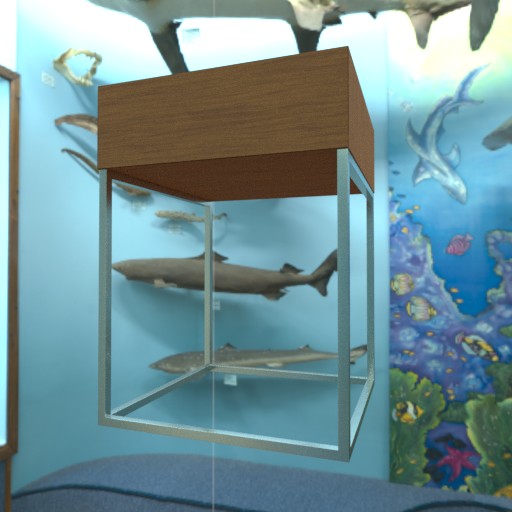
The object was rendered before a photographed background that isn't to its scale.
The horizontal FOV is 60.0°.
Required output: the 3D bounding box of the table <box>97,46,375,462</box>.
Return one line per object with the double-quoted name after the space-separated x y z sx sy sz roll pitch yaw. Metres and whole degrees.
0.000 0.000 0.826 0.397 0.540 0.398 0 -1 20 "table"
